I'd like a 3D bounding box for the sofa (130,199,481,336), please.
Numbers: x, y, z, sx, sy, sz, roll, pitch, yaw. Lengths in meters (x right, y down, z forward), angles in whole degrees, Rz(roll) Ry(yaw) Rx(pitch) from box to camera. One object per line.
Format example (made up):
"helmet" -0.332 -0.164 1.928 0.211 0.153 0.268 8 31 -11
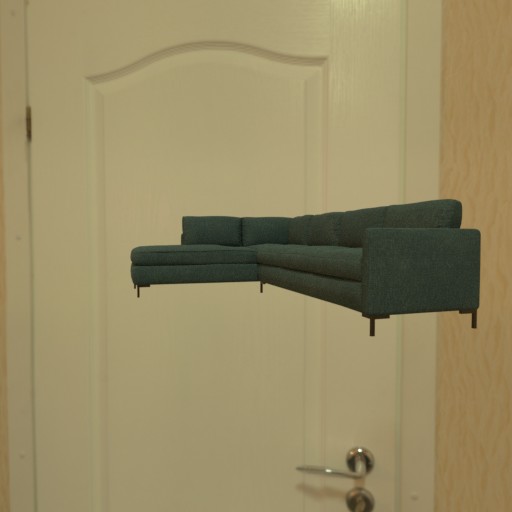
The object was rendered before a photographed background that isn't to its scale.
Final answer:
"sofa" 0.000 0.000 3.806 2.007 0.815 2.949 -1 2 -18
